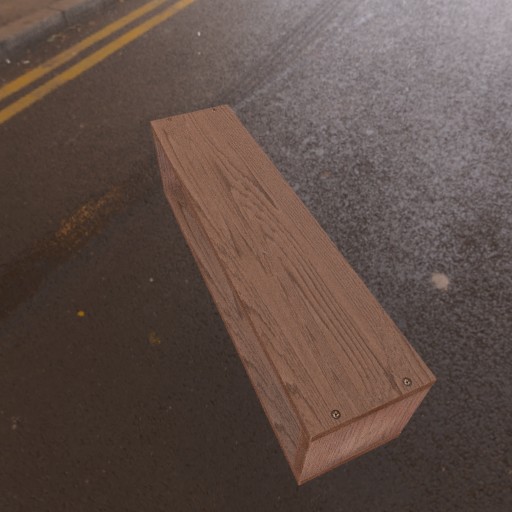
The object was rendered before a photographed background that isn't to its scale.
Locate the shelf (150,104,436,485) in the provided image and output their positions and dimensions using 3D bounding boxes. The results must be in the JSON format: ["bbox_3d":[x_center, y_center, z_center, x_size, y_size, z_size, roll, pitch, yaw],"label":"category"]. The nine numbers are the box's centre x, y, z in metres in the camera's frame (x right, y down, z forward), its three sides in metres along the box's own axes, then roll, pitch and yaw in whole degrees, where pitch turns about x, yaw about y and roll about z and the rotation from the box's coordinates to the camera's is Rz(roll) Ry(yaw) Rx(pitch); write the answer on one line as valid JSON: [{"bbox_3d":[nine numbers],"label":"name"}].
[{"bbox_3d":[0.000,0.000,0.697,0.150,0.170,0.610,-18,51,-15],"label":"shelf"}]
